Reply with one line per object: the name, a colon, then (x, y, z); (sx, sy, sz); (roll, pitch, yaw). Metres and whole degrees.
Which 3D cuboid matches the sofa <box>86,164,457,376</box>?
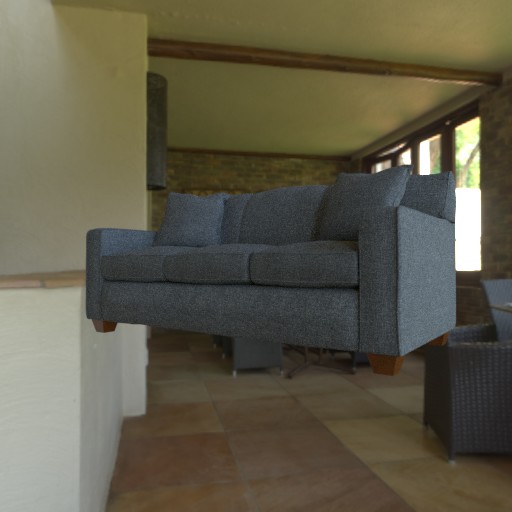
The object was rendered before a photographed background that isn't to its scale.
sofa: (0.000, 0.000, 2.605); (2.024, 0.958, 0.997); (-1, -1, 36)
